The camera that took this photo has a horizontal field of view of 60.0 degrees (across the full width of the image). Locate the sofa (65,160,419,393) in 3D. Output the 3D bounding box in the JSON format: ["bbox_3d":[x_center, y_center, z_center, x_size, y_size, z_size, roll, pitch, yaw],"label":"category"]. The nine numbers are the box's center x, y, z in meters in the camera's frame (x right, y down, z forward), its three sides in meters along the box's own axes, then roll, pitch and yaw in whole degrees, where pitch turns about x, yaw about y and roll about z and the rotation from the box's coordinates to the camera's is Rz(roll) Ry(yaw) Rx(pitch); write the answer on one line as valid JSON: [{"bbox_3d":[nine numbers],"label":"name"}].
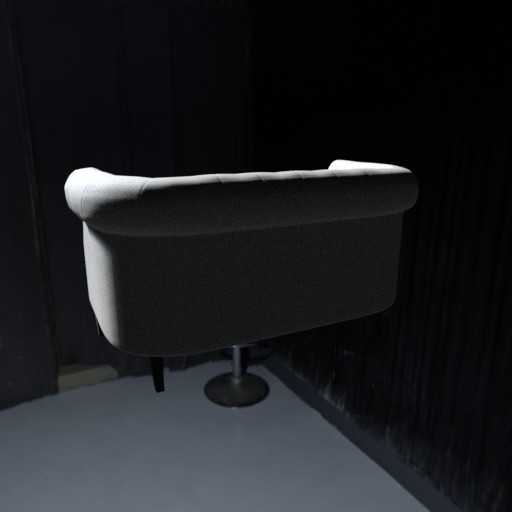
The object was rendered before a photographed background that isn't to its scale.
[{"bbox_3d":[0.000,0.000,2.073,1.558,0.827,0.835,-8,17,-26],"label":"sofa"}]
